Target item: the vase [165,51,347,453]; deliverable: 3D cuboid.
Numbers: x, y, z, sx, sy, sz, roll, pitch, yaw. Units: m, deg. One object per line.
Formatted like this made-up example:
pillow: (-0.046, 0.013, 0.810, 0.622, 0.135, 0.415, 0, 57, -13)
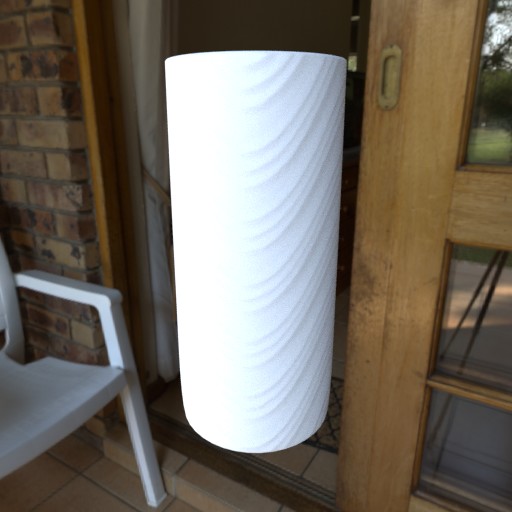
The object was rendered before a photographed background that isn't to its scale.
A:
vase: (0.000, 0.000, 0.391, 0.143, 0.316, 0.143, 0, 18, 0)
